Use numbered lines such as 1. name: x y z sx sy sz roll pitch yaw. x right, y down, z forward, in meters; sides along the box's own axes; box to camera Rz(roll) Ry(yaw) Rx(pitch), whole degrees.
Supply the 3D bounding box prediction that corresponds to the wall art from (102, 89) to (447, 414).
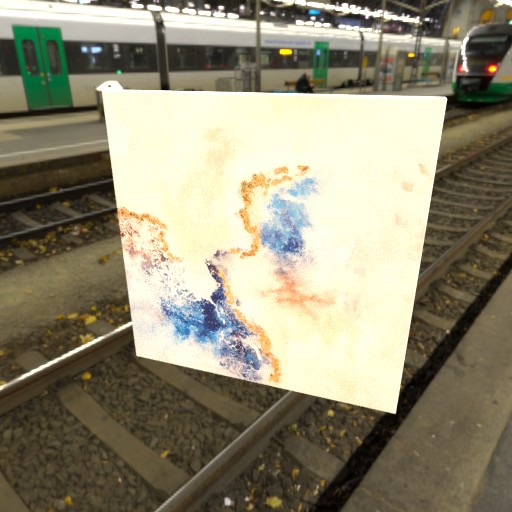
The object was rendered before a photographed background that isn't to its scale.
1. wall art: 0.000 0.000 1.288 0.889 0.889 0.038 8 25 17
